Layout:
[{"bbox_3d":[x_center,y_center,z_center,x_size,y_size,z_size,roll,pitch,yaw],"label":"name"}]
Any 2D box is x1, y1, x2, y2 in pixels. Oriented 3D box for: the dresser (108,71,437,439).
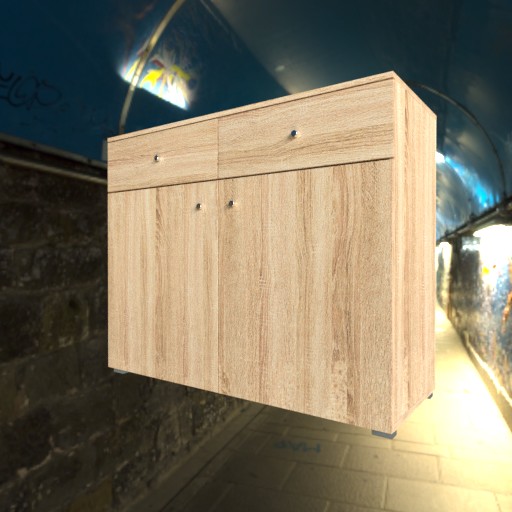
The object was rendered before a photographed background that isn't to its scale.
[{"bbox_3d":[0.000,0.000,1.557,1.100,0.900,0.450,0,1,35],"label":"dresser"}]
